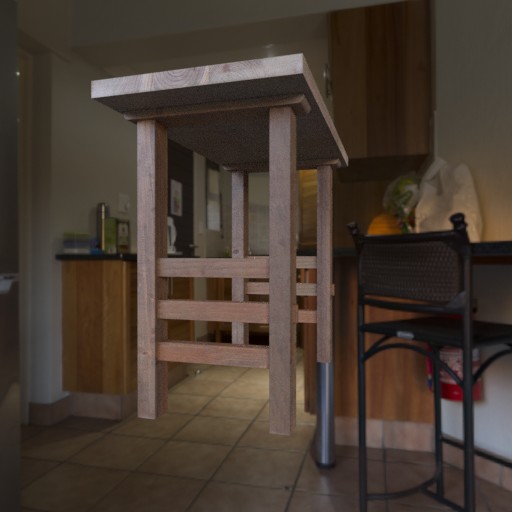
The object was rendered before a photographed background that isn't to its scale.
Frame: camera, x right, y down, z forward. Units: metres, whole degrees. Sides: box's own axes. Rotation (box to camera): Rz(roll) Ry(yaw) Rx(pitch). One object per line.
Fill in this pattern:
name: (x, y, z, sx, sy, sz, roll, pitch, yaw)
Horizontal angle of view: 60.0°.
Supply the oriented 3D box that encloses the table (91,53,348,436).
table: (0.000, 0.000, 1.607, 0.556, 0.914, 1.119, 0, 0, 17)
